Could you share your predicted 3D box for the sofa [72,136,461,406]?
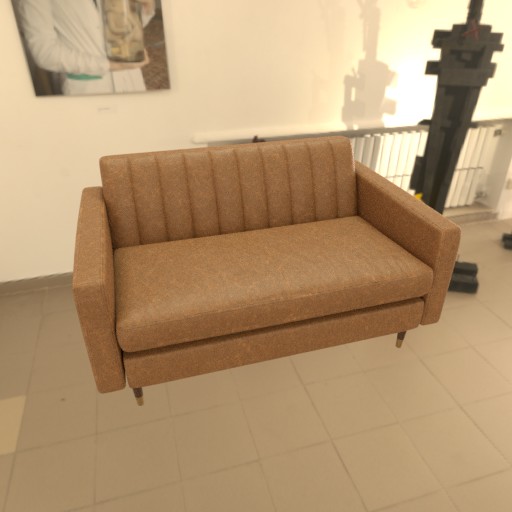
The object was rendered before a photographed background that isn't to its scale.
[{"bbox_3d":[0.000,0.000,2.115,1.549,0.820,0.960,-9,32,-14],"label":"sofa"}]
